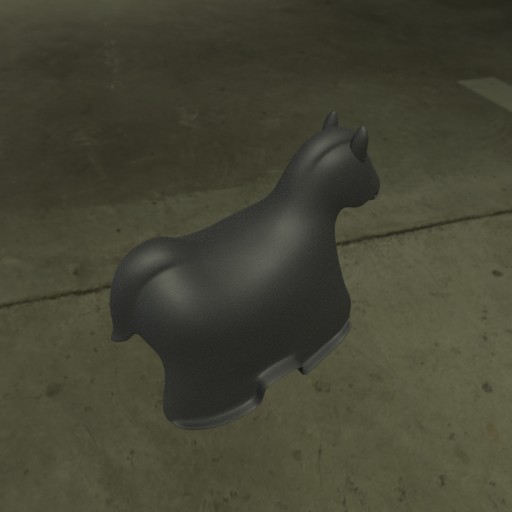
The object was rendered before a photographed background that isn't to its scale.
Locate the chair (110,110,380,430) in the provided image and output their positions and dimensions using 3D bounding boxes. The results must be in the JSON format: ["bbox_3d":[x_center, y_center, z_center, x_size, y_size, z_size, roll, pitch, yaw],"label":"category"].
[{"bbox_3d":[0.000,0.000,1.144,0.800,0.612,0.429,-24,46,-25],"label":"chair"}]
